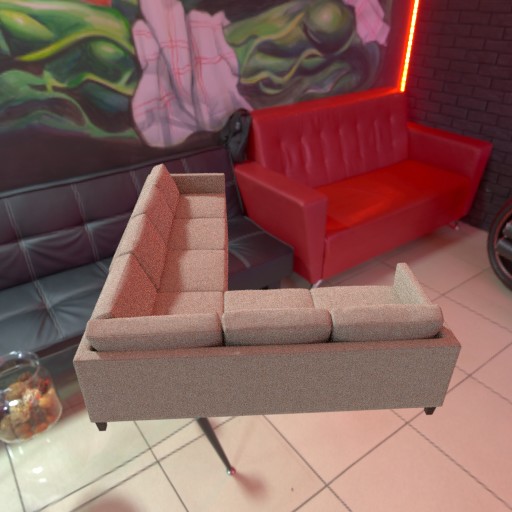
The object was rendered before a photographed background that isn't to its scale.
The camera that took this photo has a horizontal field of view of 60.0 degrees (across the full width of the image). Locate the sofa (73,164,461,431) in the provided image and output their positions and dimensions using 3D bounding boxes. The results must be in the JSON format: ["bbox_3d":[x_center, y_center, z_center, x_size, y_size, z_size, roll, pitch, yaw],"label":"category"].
[{"bbox_3d":[0.000,0.000,4.202,2.432,0.863,3.182,-2,31,-3],"label":"sofa"}]
